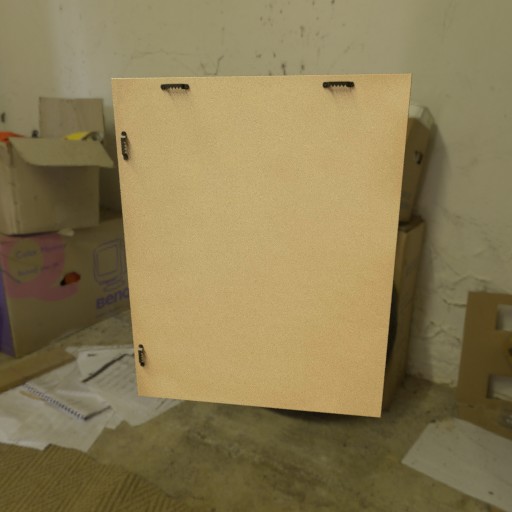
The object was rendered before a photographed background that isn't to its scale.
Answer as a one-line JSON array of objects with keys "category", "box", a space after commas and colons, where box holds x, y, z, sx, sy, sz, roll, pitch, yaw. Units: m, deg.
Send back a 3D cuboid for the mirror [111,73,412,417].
[{"category": "mirror", "box": [0.000, 0.000, 0.676, 0.406, 0.509, 0.041, 2, 16, 8]}]
